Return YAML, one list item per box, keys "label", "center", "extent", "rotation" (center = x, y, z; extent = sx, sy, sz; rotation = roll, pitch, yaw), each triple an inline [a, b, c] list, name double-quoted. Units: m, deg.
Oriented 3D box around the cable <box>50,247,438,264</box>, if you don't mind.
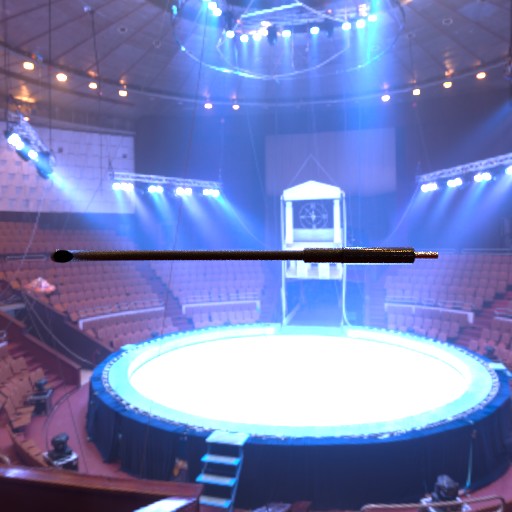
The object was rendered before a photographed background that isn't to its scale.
- label: "cable"
  center: [0.000, 0.000, 0.110]
  extent: [0.098, 0.005, 0.041]
  rotation: [0, 1, 1]
